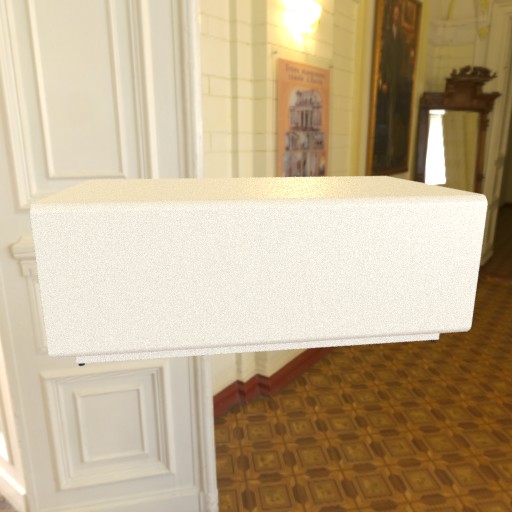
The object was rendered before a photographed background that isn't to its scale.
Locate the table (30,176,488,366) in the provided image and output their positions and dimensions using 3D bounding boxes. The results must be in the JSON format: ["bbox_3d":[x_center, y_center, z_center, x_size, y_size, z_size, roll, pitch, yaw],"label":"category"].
[{"bbox_3d":[0.000,0.000,1.405,1.097,0.442,0.639,-2,15,-8],"label":"table"}]
